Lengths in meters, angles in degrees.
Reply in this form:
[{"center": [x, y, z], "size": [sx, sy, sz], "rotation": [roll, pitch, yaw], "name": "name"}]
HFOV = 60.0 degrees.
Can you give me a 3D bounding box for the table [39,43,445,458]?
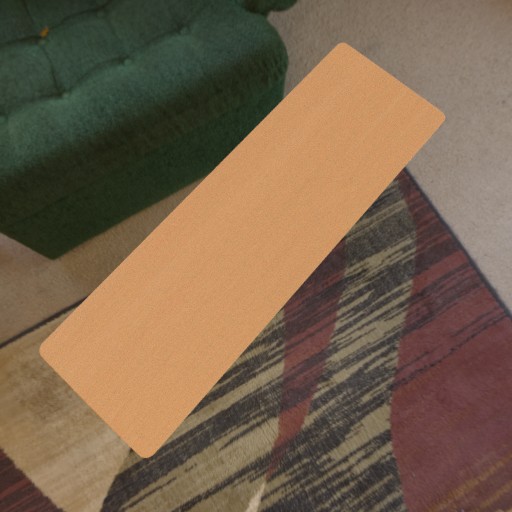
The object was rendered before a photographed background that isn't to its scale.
[{"center": [0.000, 0.000, 1.719], "size": [0.446, 0.750, 1.397], "rotation": [41, 79, 10], "name": "table"}]
